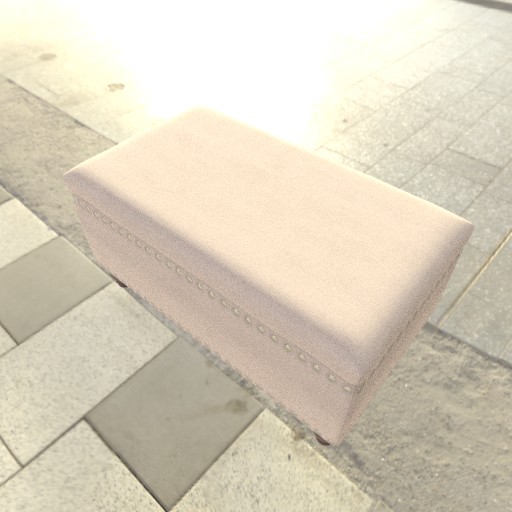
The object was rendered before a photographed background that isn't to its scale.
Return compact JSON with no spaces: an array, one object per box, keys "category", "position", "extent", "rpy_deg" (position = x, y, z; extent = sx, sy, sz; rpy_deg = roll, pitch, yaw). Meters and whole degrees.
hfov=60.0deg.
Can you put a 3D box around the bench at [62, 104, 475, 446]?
[{"category":"bench","position":[0.000,0.000,1.206],"extent":[0.887,0.449,0.500],"rpy_deg":[31,53,27]}]
